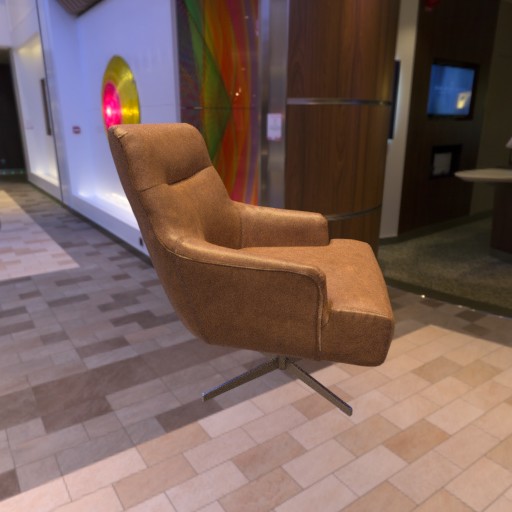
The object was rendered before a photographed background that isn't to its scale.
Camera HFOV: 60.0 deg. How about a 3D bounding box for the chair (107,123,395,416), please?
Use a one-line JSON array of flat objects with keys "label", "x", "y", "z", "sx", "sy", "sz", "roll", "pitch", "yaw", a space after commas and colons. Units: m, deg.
[{"label": "chair", "x": 0.000, "y": 0.000, "z": 1.524, "sx": 0.874, "sy": 0.869, "sz": 0.729, "roll": 3, "pitch": 18, "yaw": 9}]
